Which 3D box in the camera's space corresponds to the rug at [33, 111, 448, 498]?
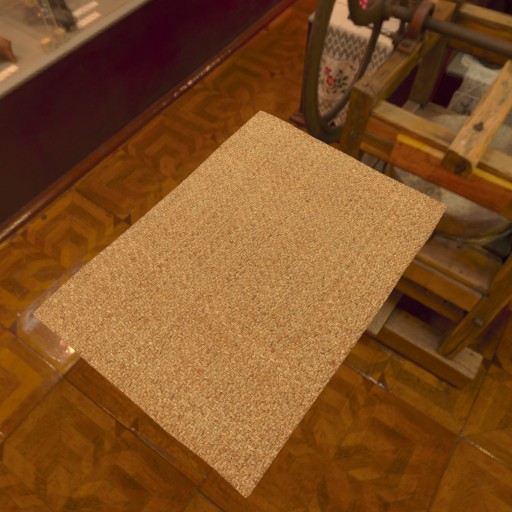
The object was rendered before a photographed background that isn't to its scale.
[{"bbox_3d":[0.000,0.000,2.702,1.566,0.013,2.141,33,64,18],"label":"rug"}]
